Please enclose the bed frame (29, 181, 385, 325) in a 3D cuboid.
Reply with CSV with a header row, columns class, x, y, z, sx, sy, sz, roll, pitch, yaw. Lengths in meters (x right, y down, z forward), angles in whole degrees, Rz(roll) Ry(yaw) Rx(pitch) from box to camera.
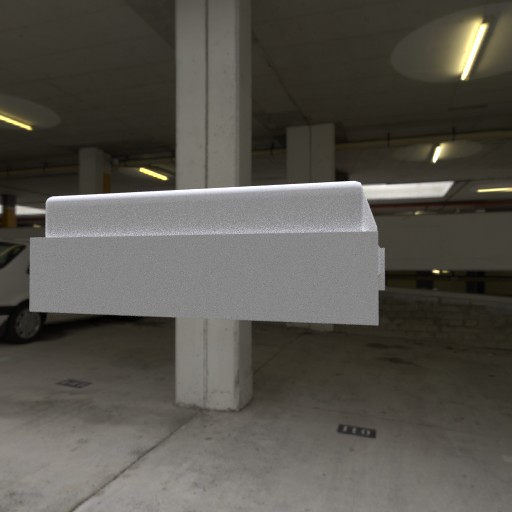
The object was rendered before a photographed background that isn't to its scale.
class,x,y,z,sx,sy,sz,roll,pitch,yaw
bed frame,0.000,0.000,2.629,1.445,0.497,1.945,0,-1,17
